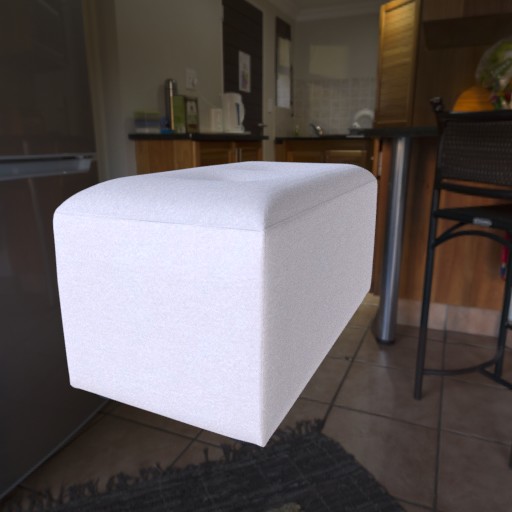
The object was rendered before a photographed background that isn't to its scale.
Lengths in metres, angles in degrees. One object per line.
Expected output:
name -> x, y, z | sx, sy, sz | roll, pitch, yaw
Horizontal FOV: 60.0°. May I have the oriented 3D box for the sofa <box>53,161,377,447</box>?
sofa -> 0.000, 0.000, 1.214 | 0.480, 0.470, 0.930 | 7, 17, 25
